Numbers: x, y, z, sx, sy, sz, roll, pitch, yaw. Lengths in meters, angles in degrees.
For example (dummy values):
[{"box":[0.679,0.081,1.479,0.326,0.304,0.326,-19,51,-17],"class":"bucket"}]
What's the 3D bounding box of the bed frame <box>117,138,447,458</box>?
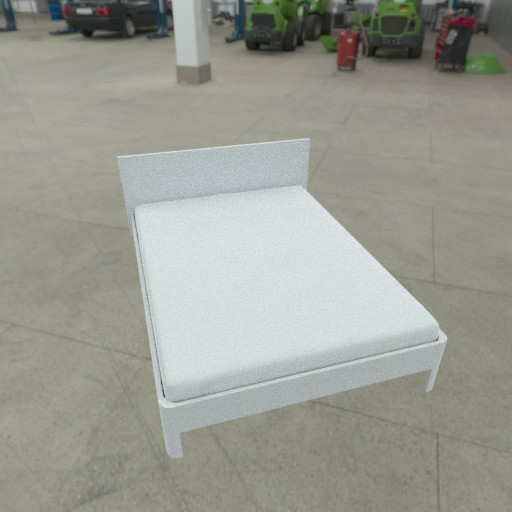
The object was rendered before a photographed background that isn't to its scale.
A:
[{"box":[0.000,0.000,2.795,1.490,0.800,1.950,-9,33,-14],"class":"bed frame"}]
